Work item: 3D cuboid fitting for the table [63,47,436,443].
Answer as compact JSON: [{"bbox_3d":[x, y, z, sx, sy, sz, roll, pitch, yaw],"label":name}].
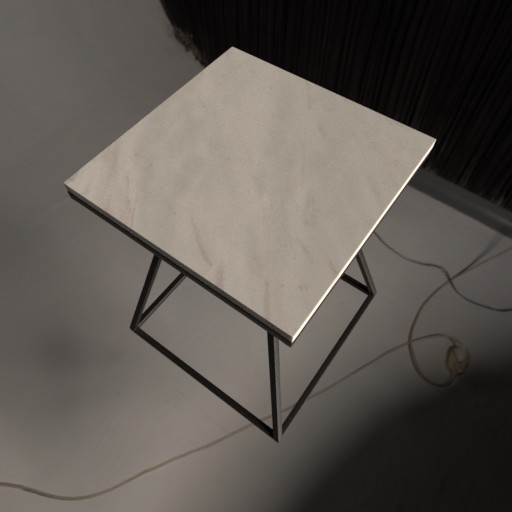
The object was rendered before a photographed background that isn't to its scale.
[{"bbox_3d":[0.000,0.000,0.909,0.455,0.559,0.455,32,64,18],"label":"table"}]
